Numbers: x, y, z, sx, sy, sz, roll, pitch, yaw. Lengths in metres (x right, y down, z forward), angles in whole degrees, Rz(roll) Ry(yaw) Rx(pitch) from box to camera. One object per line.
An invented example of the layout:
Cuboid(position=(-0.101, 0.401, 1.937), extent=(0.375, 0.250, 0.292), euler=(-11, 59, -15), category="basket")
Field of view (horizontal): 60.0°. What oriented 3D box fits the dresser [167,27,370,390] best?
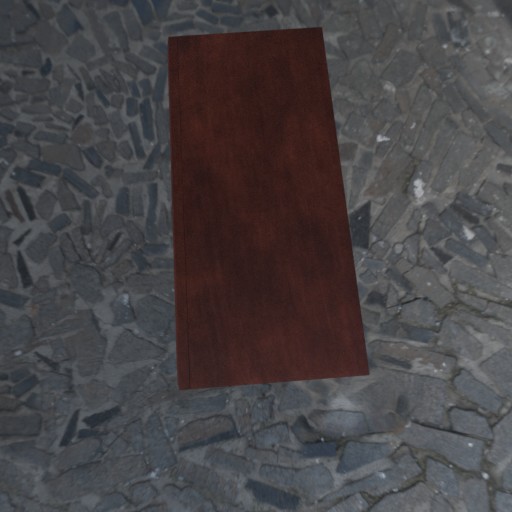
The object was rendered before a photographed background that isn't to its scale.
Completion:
Cuboid(position=(0.000, 0.000, 2.000), extent=(0.506, 1.514, 1.072), euler=(-4, 75, -1), category="dresser")
